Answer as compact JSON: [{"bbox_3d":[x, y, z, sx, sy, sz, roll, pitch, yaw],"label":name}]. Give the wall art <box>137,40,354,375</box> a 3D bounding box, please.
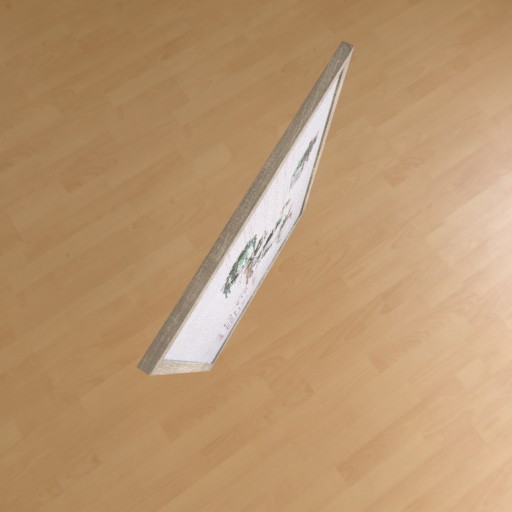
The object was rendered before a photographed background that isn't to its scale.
[{"bbox_3d":[0.000,0.000,1.354,0.035,1.022,0.781,29,78,7],"label":"wall art"}]
